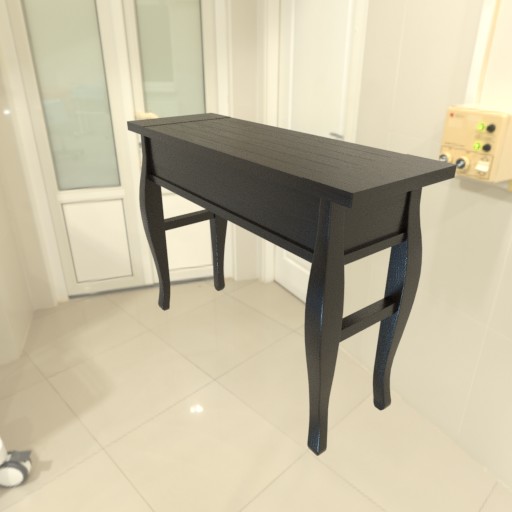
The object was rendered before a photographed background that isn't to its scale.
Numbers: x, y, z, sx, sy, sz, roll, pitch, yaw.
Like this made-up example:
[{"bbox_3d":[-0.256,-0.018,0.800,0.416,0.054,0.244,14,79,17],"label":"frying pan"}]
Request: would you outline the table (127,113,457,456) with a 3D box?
[{"bbox_3d":[0.000,0.000,1.469,0.373,0.768,1.062,-18,31,-33],"label":"table"}]
